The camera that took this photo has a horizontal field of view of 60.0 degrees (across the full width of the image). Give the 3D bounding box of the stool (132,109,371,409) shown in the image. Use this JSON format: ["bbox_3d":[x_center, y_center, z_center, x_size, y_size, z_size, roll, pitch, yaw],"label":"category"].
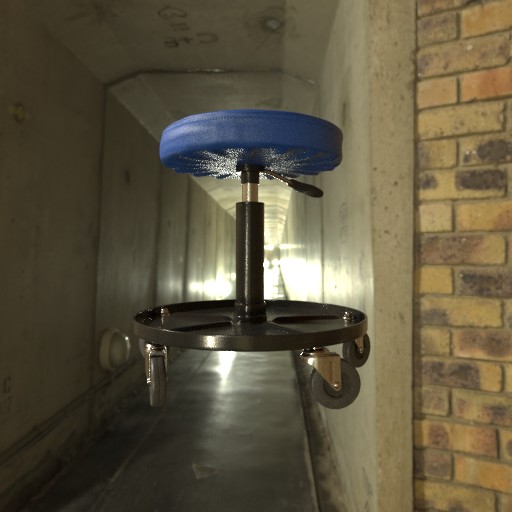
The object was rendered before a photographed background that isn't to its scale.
[{"bbox_3d":[0.000,0.000,0.676,0.382,0.365,0.381,-1,2,-35],"label":"stool"}]
